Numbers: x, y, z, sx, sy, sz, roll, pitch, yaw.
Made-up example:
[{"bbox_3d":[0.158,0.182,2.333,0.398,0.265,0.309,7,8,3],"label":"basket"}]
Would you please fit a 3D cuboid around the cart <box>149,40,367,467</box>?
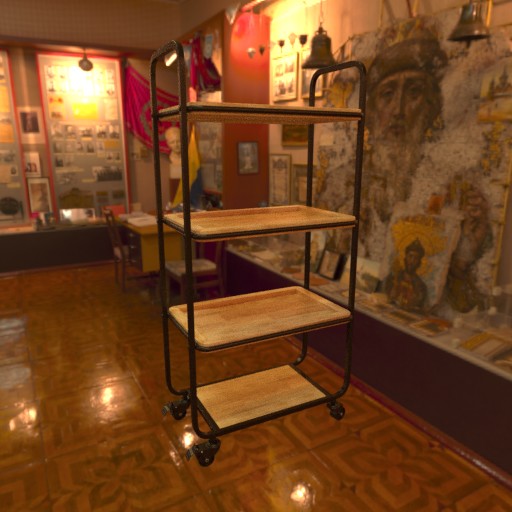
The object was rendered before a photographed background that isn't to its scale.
[{"bbox_3d":[0.000,0.000,1.296,0.545,1.080,0.321,-7,15,-26],"label":"cart"}]
